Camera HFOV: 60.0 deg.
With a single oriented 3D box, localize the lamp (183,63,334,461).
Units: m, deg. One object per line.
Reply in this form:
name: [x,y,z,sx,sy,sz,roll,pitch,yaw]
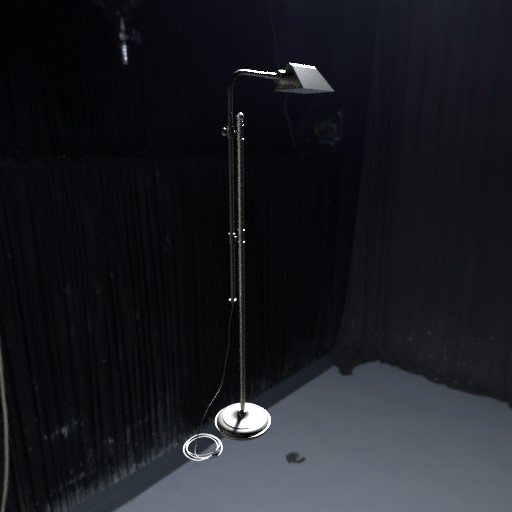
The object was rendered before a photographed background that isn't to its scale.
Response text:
lamp: [0.000,0.000,1.905,0.256,1.571,0.813,15,21,43]
